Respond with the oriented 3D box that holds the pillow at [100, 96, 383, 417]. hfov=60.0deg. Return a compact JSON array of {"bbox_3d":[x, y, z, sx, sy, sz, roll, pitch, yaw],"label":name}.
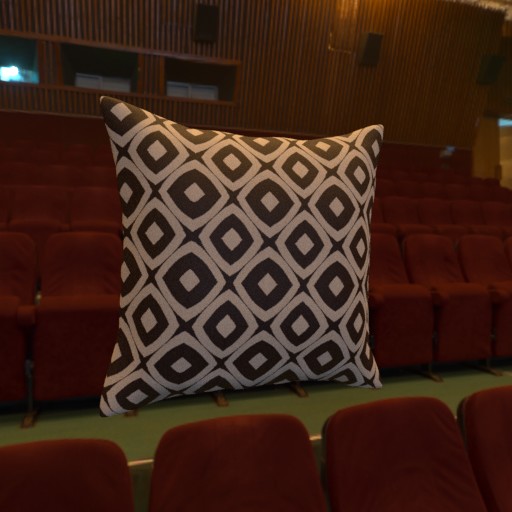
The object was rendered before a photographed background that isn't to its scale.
[{"bbox_3d":[0.000,0.000,0.758,0.504,0.494,0.188,0,0,-18],"label":"pillow"}]
